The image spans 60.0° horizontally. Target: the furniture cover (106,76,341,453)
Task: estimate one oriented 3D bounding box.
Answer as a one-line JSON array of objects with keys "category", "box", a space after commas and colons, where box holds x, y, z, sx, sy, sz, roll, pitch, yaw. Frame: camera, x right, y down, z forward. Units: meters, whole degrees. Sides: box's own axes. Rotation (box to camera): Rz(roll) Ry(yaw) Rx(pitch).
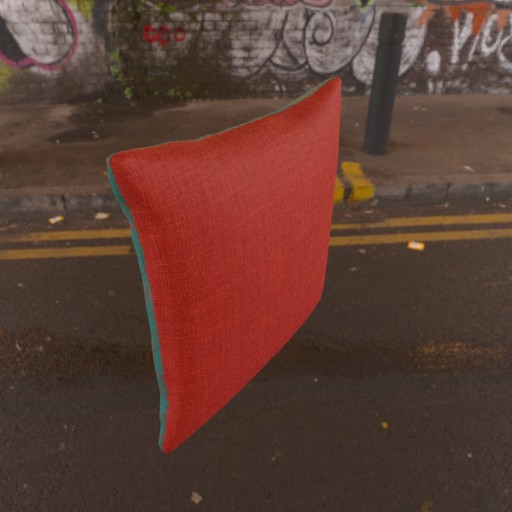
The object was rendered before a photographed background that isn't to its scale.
[{"category": "furniture cover", "box": [0.000, 0.000, 0.762, 0.158, 0.508, 0.517, 21, 38, 29]}]
